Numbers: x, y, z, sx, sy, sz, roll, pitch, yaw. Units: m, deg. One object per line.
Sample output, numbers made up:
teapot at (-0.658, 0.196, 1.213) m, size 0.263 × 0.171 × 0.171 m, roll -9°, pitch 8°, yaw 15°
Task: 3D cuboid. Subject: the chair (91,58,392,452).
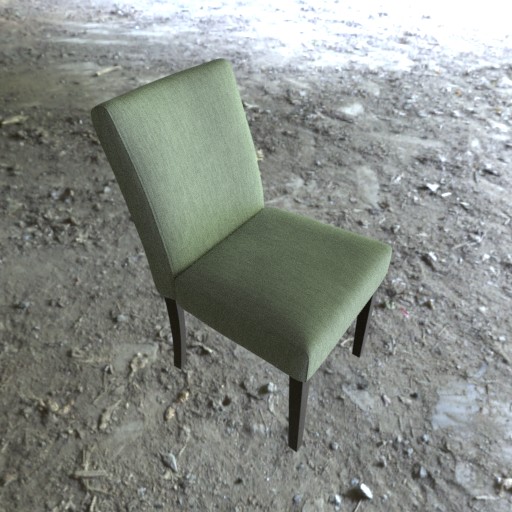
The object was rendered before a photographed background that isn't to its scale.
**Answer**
chair at (0.000, 0.000, 1.256) m, size 0.629 × 0.884 × 0.487 m, roll 25°, pitch 46°, yaw 27°
